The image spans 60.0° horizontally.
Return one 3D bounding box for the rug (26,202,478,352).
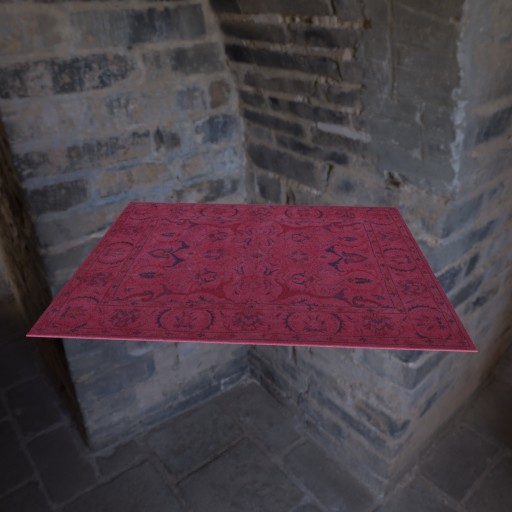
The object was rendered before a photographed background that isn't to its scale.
[{"bbox_3d":[0.000,0.000,3.864,2.929,0.012,2.300,1,30,3],"label":"rug"}]
